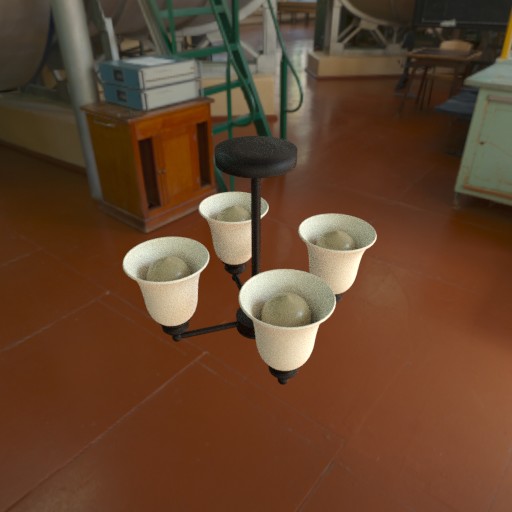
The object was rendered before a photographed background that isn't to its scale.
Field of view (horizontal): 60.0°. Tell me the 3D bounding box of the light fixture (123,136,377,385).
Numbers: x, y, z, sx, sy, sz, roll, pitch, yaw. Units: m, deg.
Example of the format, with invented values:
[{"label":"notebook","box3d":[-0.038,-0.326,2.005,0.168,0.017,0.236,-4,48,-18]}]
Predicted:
[{"label":"light fixture","box3d":[0.000,0.000,1.859,1.069,0.925,1.069,-9,34,-14]}]
